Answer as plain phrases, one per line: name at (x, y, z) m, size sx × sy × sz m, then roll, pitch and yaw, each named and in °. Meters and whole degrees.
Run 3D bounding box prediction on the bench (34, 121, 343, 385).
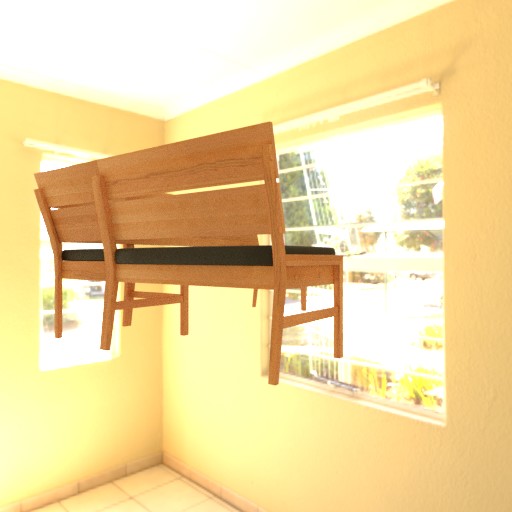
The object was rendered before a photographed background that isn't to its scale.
bench at (0.000, 0.000, 2.715) m, size 1.548 × 0.890 × 1.948 m, roll 0°, pitch 0°, yaw 36°
